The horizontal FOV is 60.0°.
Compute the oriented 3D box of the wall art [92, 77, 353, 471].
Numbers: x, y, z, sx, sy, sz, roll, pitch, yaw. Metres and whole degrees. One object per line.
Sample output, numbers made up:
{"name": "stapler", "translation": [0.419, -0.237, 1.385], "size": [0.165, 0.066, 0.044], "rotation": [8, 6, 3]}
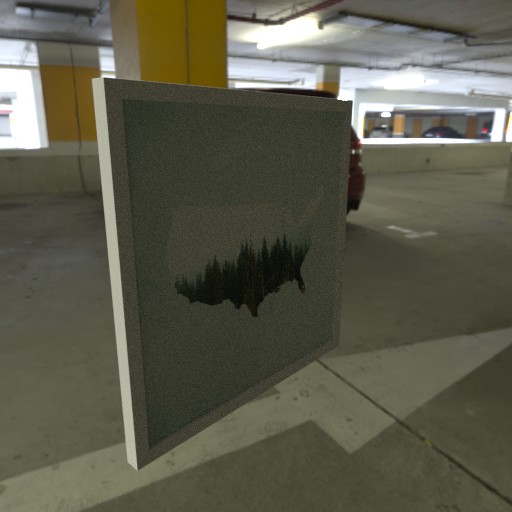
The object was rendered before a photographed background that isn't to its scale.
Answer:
{"name": "wall art", "translation": [0.000, 0.000, 1.097], "size": [0.038, 0.762, 0.762], "rotation": [14, 21, 41]}
